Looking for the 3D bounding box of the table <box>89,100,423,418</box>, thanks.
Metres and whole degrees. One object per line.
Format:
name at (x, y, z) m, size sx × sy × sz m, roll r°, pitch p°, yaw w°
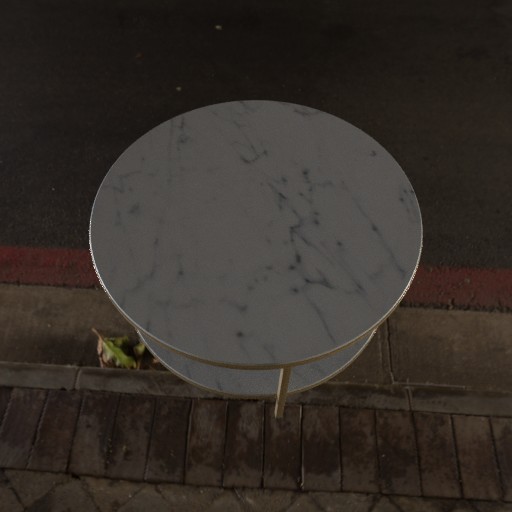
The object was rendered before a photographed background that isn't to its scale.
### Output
table at (0.000, 0.000, 1.268) m, size 0.800 × 0.450 × 0.800 m, roll 0°, pitch 57°, yaw 0°
